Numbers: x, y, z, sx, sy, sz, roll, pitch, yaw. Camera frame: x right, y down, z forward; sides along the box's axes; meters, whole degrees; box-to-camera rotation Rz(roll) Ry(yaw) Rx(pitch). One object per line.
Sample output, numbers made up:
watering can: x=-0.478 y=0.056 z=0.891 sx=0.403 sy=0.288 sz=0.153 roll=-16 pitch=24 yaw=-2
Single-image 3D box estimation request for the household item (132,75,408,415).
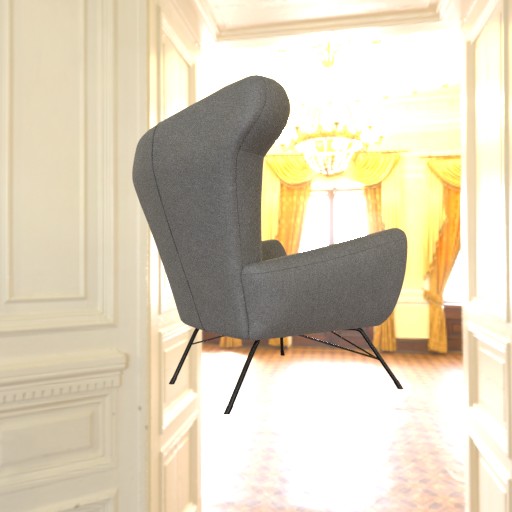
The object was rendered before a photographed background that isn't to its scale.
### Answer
household item: x=0.000 y=0.000 z=1.803 sx=0.900 sy=1.050 sz=0.980 roll=0 pitch=0 yaw=-35
